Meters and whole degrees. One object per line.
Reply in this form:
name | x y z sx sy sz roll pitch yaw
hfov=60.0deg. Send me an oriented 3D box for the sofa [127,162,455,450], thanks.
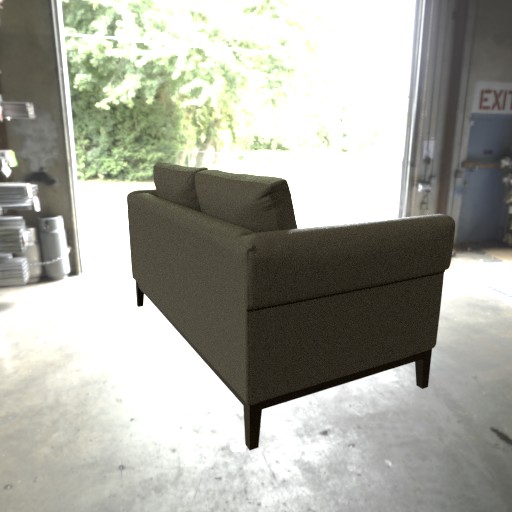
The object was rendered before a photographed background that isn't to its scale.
sofa | 0.000 0.000 2.196 0.899 0.873 1.598 -7 16 -27
